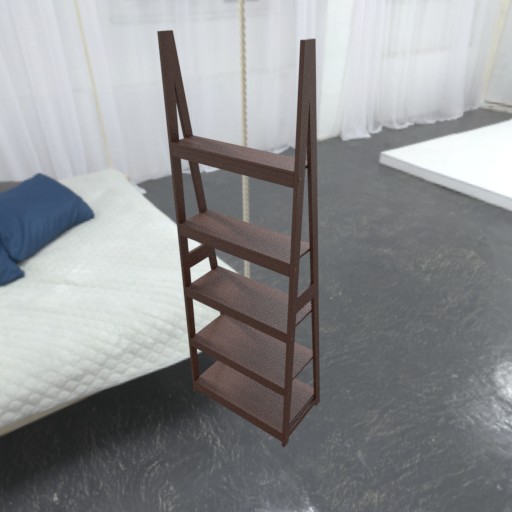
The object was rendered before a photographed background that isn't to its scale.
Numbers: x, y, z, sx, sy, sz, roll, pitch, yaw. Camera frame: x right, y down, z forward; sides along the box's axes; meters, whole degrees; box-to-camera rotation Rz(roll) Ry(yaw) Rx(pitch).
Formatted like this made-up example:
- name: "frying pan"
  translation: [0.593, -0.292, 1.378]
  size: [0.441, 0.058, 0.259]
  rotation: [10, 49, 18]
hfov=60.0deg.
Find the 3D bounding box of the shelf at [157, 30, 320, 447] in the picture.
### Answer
- name: "shelf"
  translation: [0.000, 0.000, 1.957]
  size: [0.600, 1.770, 0.350]
  rotation: [20, 36, 31]
